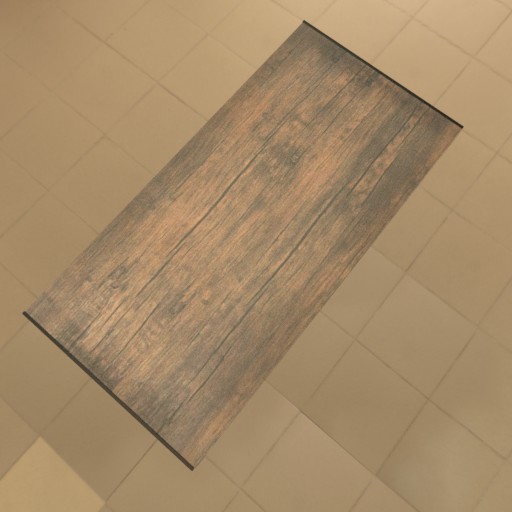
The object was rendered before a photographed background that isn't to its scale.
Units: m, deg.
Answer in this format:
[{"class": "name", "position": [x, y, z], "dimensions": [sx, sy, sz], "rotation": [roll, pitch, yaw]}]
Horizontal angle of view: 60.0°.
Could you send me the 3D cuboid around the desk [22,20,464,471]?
[{"class": "desk", "position": [0.000, 0.000, 1.401], "dimensions": [0.505, 0.747, 1.015], "rotation": [39, 78, 9]}]
